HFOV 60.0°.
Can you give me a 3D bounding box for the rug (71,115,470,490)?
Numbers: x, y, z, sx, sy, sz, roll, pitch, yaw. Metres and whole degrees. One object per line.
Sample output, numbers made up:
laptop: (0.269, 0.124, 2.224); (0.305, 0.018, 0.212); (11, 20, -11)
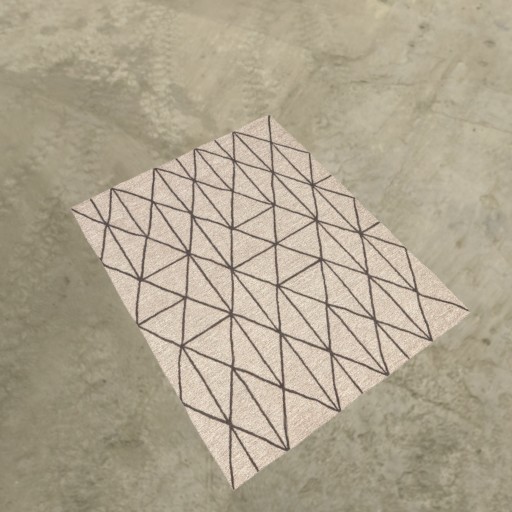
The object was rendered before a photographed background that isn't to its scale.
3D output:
rug: (0.000, 0.000, 4.140); (2.468, 0.022, 3.061); (-30, 63, -17)
